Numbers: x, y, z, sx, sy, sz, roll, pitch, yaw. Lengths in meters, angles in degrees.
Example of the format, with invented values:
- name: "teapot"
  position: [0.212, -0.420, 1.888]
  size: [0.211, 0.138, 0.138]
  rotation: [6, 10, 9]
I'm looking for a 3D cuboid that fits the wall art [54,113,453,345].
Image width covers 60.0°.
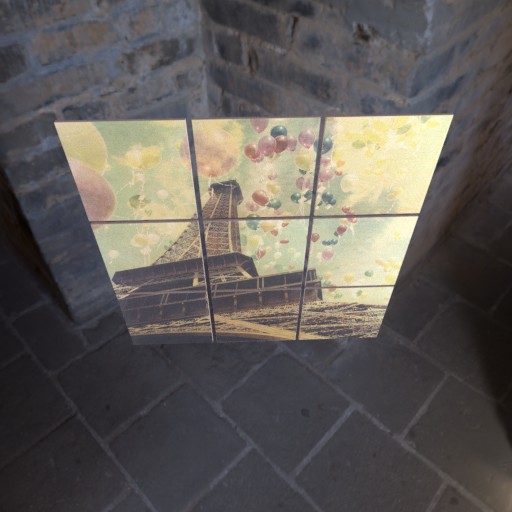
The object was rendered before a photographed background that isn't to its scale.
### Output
- name: "wall art"
  position: [0.000, 0.000, 1.793]
  size: [1.219, 1.218, 0.013]
  rotation: [-2, 46, -2]
